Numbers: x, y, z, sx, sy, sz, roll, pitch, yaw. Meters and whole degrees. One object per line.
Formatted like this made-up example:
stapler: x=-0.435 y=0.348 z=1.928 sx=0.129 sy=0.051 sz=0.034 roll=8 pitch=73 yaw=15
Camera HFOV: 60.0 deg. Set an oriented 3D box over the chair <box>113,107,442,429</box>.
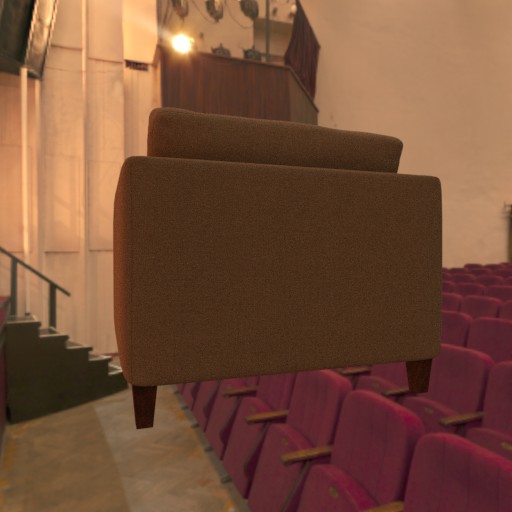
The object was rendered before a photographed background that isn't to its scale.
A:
chair: x=0.000 y=0.000 z=1.819 sx=1.107 sy=0.963 sz=0.959 roll=0 pitch=1 yaw=-19
